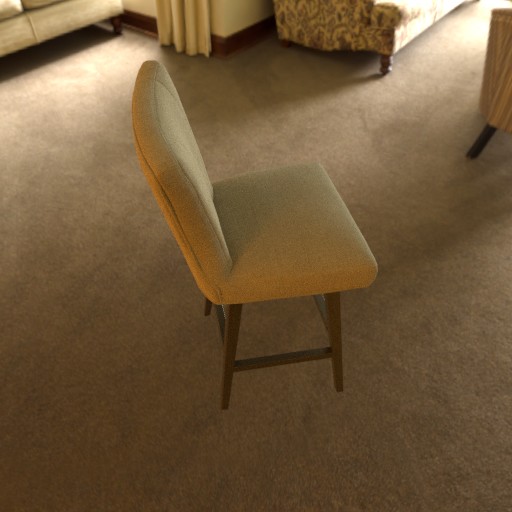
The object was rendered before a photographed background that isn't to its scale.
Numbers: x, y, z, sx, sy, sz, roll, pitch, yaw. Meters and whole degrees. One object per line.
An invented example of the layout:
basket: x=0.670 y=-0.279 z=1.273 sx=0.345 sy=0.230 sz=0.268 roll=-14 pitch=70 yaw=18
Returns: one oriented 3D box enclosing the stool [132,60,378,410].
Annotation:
stool: x=0.000 y=0.000 z=1.409 sx=0.574 sy=1.086 sz=0.514 roll=-9 pitch=47 yaw=-9
